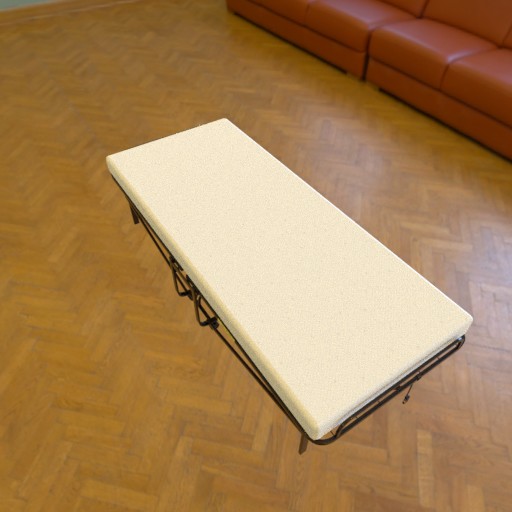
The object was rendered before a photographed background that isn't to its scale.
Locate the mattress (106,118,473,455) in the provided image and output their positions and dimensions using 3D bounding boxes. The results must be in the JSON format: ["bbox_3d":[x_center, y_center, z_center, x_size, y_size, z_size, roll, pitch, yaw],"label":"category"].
[{"bbox_3d":[0.000,0.000,2.521,0.922,0.519,2.153,-26,51,-23],"label":"mattress"}]
